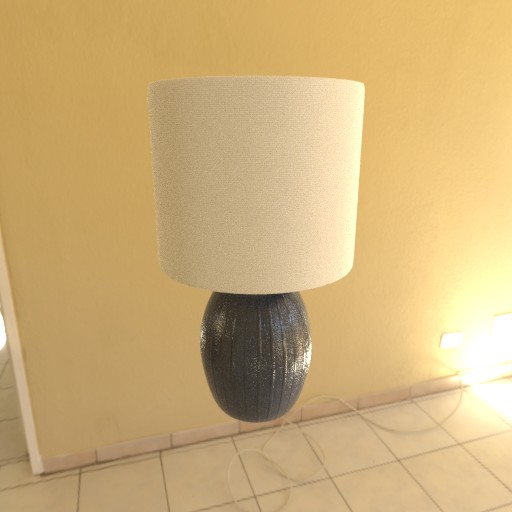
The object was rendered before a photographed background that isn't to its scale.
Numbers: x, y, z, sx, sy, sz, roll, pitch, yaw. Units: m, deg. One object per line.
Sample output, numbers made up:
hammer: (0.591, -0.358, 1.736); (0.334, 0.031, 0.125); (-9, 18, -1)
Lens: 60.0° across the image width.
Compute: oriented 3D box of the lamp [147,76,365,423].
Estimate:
lamp: (0.000, 0.000, 0.765); (0.329, 0.570, 0.329); (-9, 19, -26)
